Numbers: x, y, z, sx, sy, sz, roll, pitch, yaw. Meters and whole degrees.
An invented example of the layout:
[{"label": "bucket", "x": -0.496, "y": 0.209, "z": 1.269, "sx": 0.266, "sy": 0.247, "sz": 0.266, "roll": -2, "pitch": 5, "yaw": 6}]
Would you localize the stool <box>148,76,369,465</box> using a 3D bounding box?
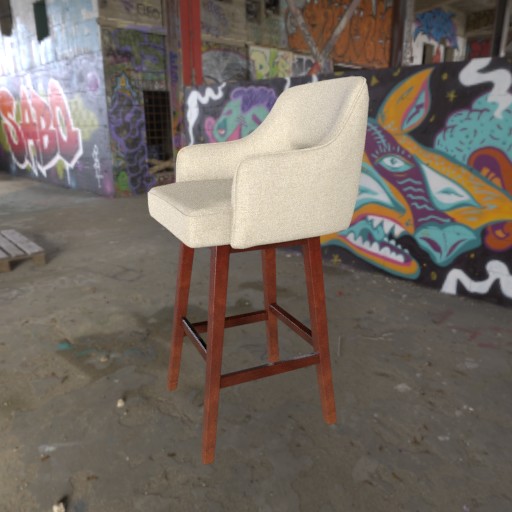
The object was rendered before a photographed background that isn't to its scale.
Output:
[{"label": "stool", "x": 0.000, "y": 0.000, "z": 1.370, "sx": 0.560, "sy": 1.041, "sz": 0.550, "roll": -8, "pitch": 18, "yaw": -24}]
